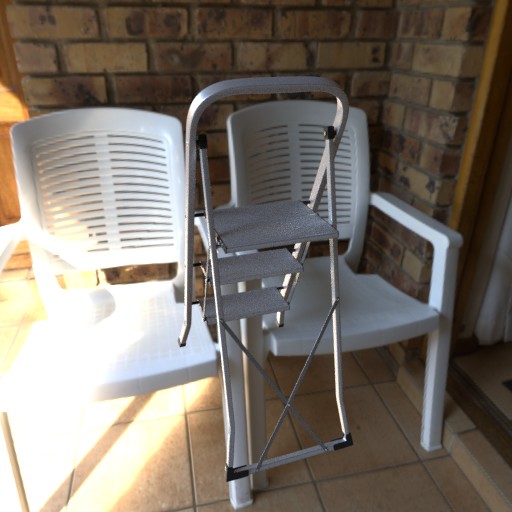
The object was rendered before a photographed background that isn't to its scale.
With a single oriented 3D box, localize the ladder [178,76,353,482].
[{"bbox_3d":[0.000,0.000,1.393,0.465,1.070,0.704,-8,28,-16],"label":"ladder"}]
